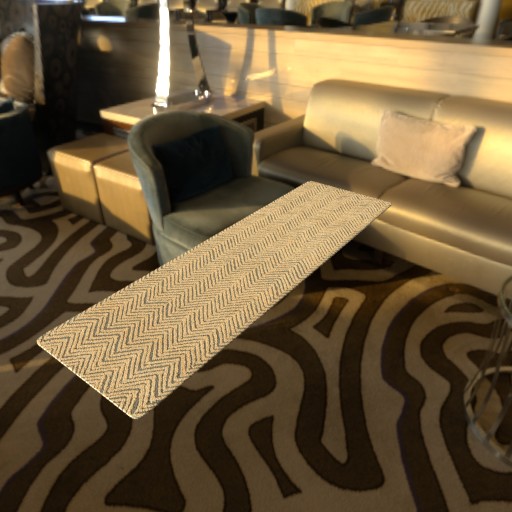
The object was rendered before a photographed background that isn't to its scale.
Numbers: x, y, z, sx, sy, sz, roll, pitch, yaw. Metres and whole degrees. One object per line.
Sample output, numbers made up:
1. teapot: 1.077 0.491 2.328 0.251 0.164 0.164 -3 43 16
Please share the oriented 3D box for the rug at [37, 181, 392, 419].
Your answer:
1. rug: 0.000 0.000 2.524 0.686 0.008 2.286 22 38 31
